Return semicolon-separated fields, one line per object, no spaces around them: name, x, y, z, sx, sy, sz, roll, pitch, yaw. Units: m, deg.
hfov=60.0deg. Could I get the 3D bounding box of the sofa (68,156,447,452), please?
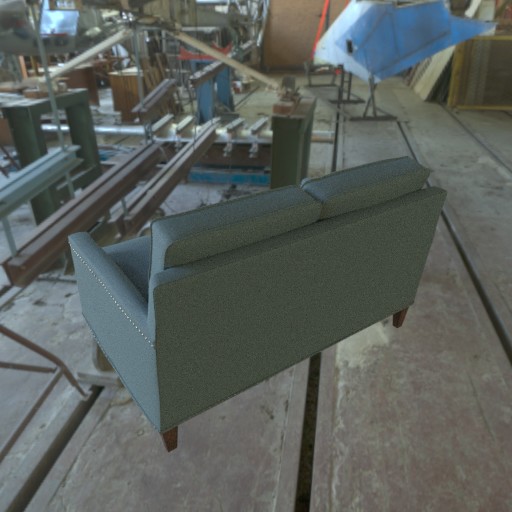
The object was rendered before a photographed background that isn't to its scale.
sofa;0.000;0.000;2.271;1.597;1.003;1.084;-19;33;-30
